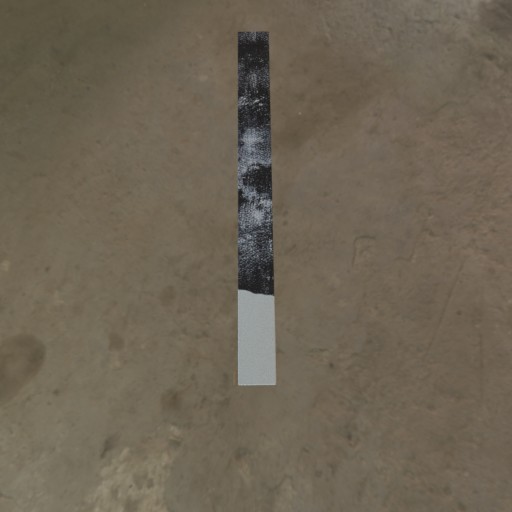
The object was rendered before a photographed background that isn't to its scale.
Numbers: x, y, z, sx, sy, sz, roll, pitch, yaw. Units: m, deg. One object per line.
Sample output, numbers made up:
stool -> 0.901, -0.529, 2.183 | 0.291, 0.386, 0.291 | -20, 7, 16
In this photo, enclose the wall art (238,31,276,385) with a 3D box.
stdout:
wall art -> 0.000, 0.000, 0.779 | 0.039, 0.610, 0.407 | -1, 77, 0
